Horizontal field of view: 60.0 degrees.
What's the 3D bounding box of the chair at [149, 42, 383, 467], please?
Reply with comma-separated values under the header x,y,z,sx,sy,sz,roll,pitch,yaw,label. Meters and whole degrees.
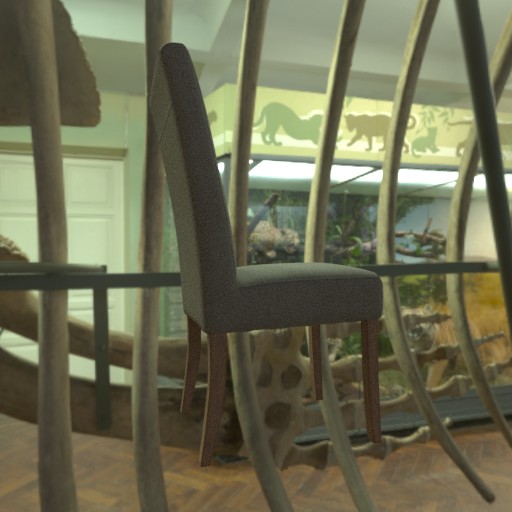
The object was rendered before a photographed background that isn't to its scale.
x,y,z,sx,sy,sz,roll,pitch,yaw,label
0.000,0.000,1.339,0.611,1.033,0.450,0,0,-17,chair
